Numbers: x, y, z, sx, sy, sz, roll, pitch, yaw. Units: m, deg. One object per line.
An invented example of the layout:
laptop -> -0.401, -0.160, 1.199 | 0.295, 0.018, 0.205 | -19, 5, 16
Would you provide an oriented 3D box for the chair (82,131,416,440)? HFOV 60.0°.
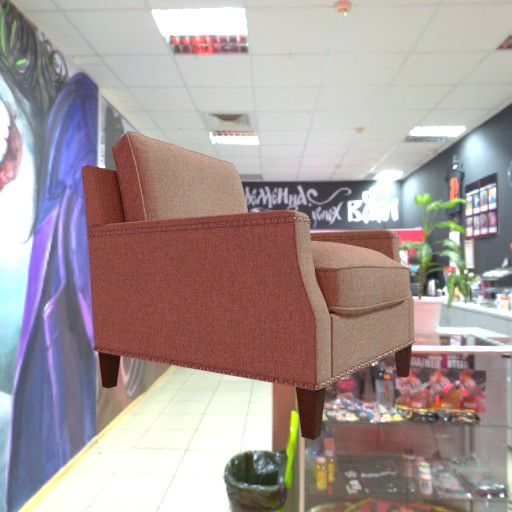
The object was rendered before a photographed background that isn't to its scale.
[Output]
chair -> 0.000, 0.000, 1.698 | 1.014, 0.943, 0.853 | -1, -2, 35
